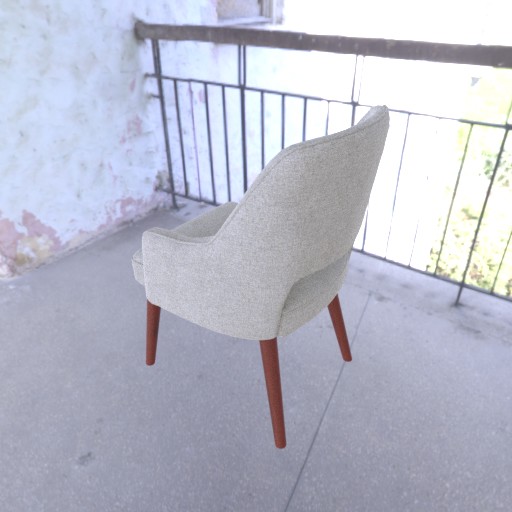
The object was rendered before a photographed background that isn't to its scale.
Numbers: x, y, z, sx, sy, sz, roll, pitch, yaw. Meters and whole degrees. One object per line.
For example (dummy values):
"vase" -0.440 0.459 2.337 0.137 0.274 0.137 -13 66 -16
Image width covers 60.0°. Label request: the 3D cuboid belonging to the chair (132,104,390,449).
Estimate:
"chair" 0.000 0.000 1.261 0.605 0.849 0.548 21 38 30
